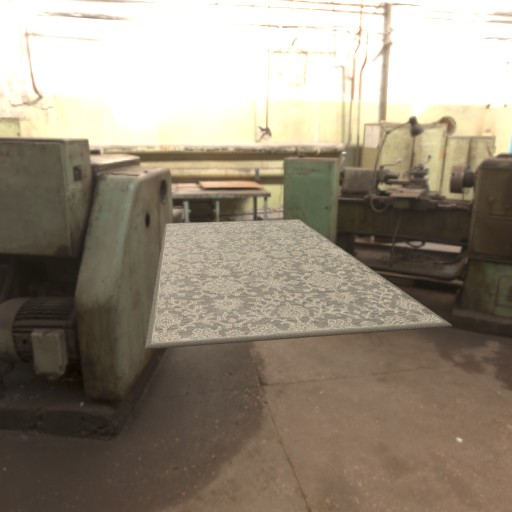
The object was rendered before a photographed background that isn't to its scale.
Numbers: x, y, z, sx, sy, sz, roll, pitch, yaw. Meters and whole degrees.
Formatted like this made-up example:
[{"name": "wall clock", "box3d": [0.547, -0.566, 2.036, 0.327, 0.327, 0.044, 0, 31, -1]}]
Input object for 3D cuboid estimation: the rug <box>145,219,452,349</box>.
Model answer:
[{"name": "rug", "box3d": [0.000, 0.000, 3.612, 1.546, 0.011, 3.048, -3, 15, -9]}]
